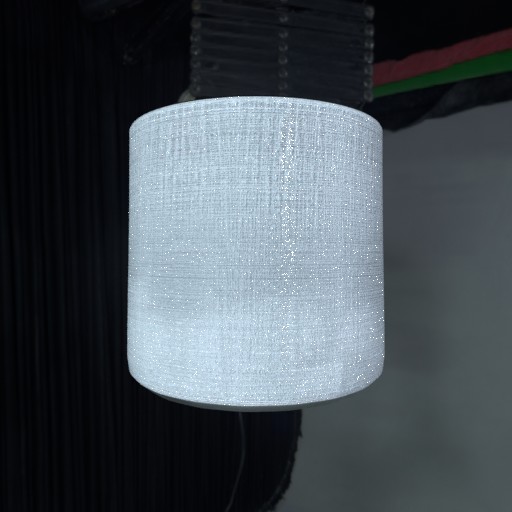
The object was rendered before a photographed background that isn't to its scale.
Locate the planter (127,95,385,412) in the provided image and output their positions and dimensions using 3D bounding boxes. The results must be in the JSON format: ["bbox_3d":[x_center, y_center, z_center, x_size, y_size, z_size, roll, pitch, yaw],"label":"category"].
[{"bbox_3d":[0.000,0.000,0.287,0.160,0.156,0.160,0,0,0],"label":"planter"}]
